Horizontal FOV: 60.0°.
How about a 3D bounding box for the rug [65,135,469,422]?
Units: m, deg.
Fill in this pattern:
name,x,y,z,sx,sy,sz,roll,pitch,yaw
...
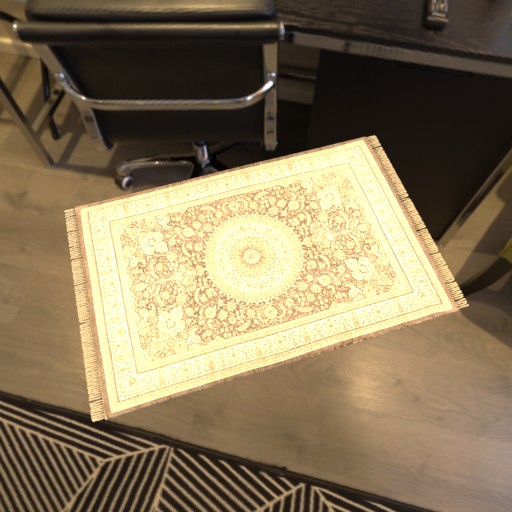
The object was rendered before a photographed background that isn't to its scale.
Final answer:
name,x,y,z,sx,sy,sz,roll,pitch,yaw
rug,0.000,0.000,4.269,3.422,0.015,2.143,-15,64,-7
